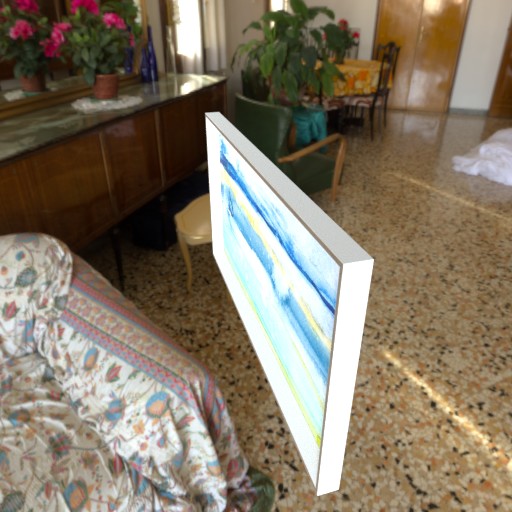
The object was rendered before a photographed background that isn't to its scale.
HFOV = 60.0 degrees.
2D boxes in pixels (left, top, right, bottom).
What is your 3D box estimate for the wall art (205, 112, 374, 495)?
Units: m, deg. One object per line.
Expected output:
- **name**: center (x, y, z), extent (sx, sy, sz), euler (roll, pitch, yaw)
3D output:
- **wall art**: center (0.000, 0.000, 0.943), extent (0.038, 0.431, 0.812), euler (-8, 31, -14)
